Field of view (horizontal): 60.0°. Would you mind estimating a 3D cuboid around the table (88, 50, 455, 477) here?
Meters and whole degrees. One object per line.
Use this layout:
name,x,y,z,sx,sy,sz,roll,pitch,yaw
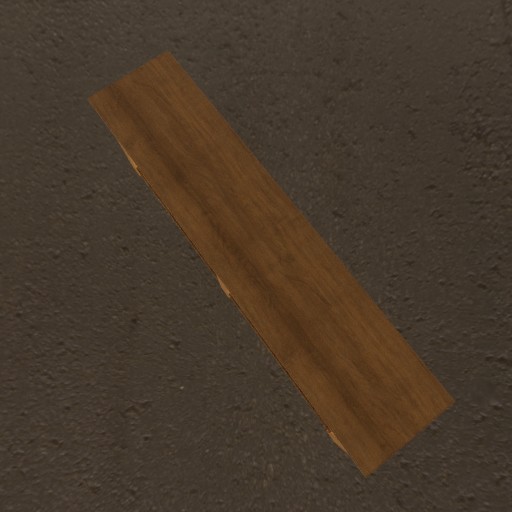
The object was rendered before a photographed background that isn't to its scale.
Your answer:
table,0.000,0.000,2.013,0.425,0.635,1.815,-36,78,-9
